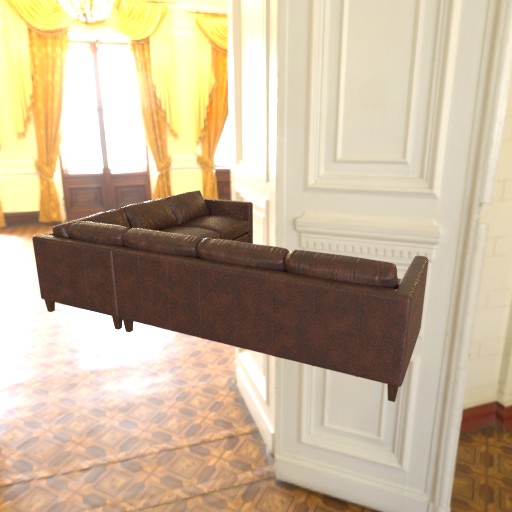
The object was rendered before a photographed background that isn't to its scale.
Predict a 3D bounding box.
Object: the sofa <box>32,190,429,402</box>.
[{"bbox_3d":[0.000,0.000,4.271,3.152,0.836,2.438,8,18,25],"label":"sofa"}]
